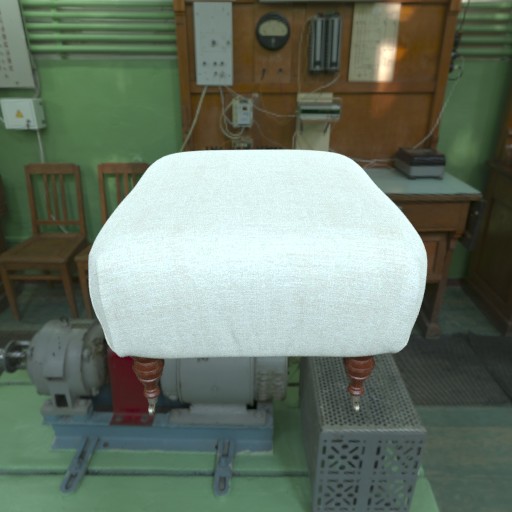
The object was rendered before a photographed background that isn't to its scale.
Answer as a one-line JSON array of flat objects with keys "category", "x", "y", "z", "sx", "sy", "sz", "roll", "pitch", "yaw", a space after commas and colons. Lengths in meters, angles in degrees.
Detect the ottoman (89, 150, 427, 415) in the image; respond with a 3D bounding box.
[{"category": "ottoman", "x": 0.000, "y": 0.000, "z": 1.125, "sx": 0.622, "sy": 0.450, "sz": 0.747, "roll": 0, "pitch": 25, "yaw": -1}]
